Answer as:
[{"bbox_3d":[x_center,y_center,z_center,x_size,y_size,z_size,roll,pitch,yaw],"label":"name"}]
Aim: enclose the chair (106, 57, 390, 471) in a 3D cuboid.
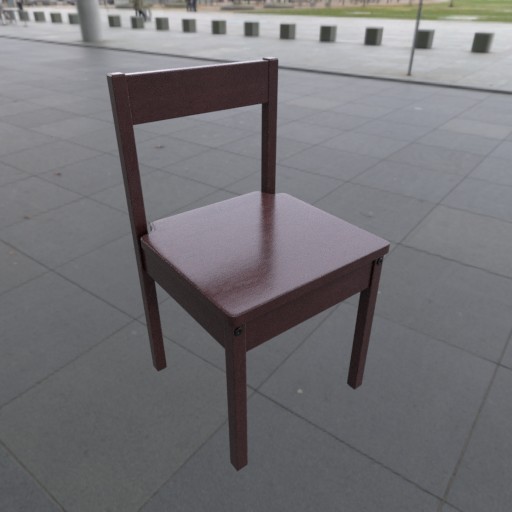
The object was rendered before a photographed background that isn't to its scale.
[{"bbox_3d":[0.000,0.000,0.879,0.367,0.668,0.361,-22,37,-32],"label":"chair"}]
